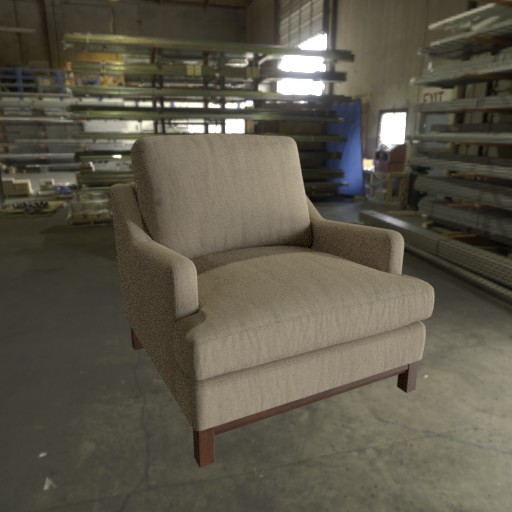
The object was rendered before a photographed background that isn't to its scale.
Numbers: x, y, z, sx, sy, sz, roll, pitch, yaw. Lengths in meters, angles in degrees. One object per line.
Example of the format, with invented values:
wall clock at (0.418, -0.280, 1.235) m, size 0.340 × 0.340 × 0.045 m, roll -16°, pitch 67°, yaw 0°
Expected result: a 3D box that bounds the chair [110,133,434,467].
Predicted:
chair at (0.000, 0.000, 1.725) m, size 0.912 × 0.916 × 1.001 m, roll -8°, pitch 18°, yaw -27°
